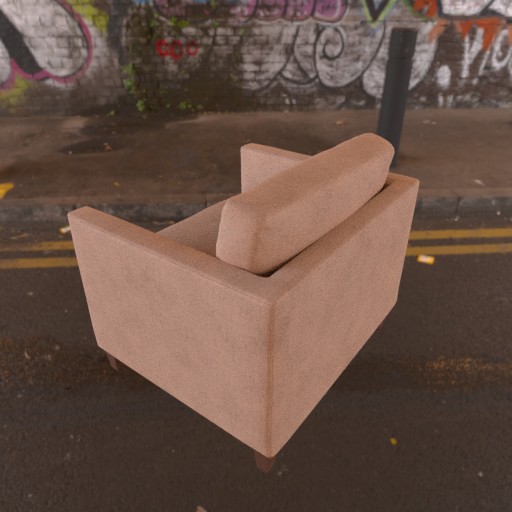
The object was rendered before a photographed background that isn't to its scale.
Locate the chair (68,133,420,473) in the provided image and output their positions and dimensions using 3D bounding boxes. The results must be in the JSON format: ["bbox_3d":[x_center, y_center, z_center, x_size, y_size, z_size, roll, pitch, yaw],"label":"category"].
[{"bbox_3d":[0.000,0.000,1.883,0.959,0.961,1.133,21,36,31],"label":"chair"}]
